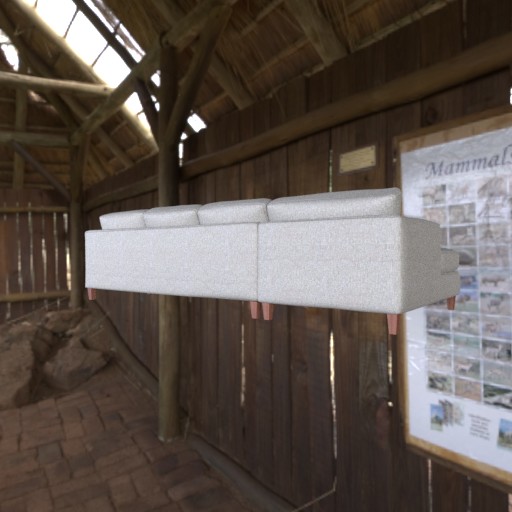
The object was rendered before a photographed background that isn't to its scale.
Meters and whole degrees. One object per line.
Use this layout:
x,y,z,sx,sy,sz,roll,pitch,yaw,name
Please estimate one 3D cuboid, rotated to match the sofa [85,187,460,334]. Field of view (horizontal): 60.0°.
0.000,0.000,4.036,3.201,0.876,1.502,0,1,37,sofa
